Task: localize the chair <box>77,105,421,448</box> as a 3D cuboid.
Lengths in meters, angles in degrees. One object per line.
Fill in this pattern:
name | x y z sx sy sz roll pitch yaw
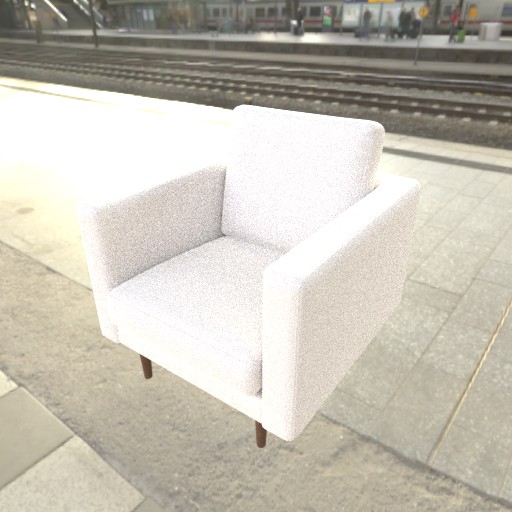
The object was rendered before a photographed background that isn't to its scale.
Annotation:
chair | 0.000 0.000 1.561 0.831 0.899 0.879 19 34 31
